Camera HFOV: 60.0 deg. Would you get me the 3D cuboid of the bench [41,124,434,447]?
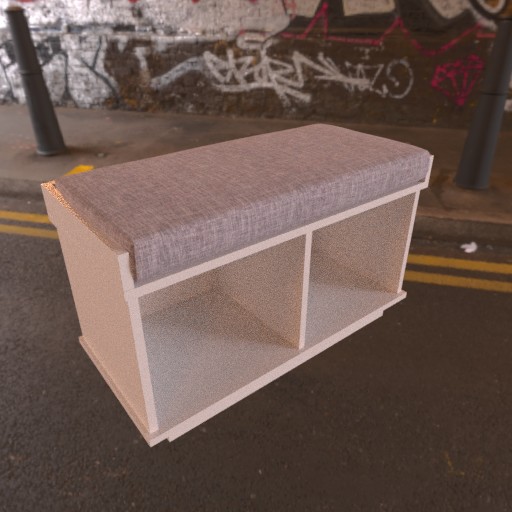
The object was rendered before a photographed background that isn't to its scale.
[{"bbox_3d":[0.000,0.000,0.995,0.734,0.461,0.362,-21,35,-33],"label":"bench"}]
